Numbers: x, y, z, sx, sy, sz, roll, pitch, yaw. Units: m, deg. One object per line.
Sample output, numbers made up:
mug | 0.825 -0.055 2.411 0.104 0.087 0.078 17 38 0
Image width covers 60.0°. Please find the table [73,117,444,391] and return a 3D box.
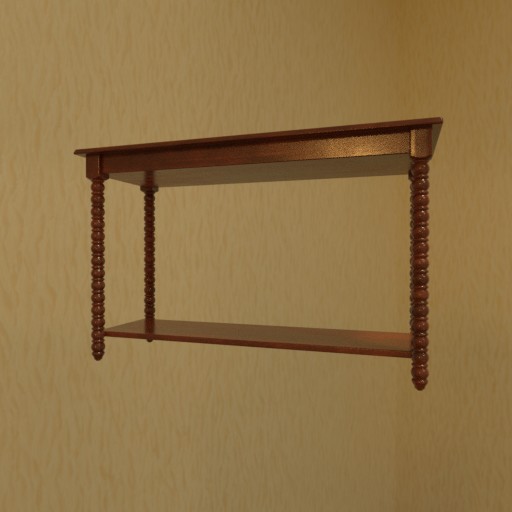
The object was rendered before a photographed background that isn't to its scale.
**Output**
table | 0.000 0.000 1.561 1.184 0.740 0.459 0 1 18
